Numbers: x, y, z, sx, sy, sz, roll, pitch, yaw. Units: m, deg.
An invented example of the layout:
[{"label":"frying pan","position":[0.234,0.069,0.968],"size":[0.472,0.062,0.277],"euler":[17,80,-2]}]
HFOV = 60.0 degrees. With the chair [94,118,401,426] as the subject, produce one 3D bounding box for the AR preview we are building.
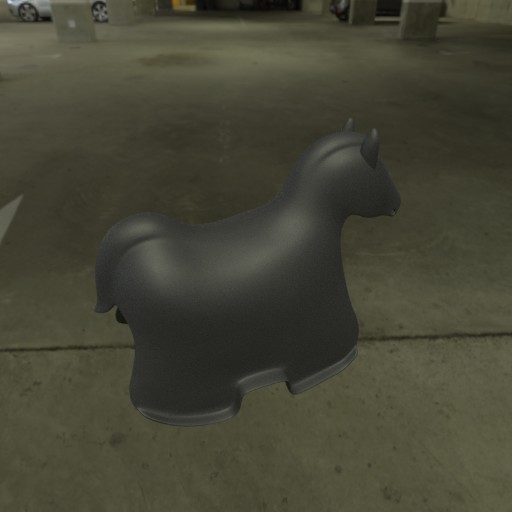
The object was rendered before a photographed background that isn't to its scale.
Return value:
[{"label":"chair","position":[0.000,0.000,1.113],"size":[0.800,0.612,0.429],"euler":[-11,33,-18]}]
